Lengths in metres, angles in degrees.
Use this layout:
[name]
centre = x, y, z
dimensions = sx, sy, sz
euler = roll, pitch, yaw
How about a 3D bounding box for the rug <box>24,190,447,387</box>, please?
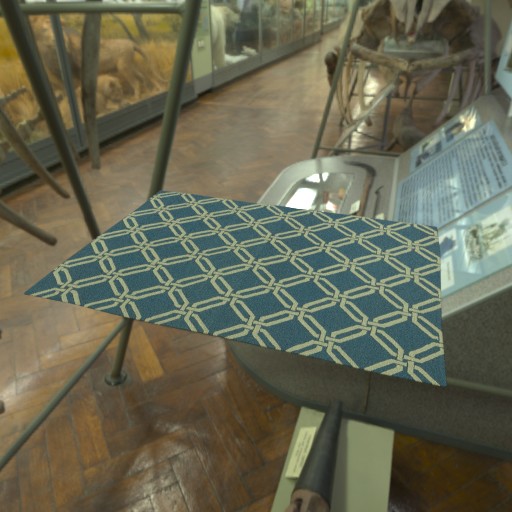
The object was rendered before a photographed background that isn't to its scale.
[rug]
centre = 0.000, 0.000, 2.693
dimensions = 2.135, 0.013, 1.524
euler = 9, 32, 15
